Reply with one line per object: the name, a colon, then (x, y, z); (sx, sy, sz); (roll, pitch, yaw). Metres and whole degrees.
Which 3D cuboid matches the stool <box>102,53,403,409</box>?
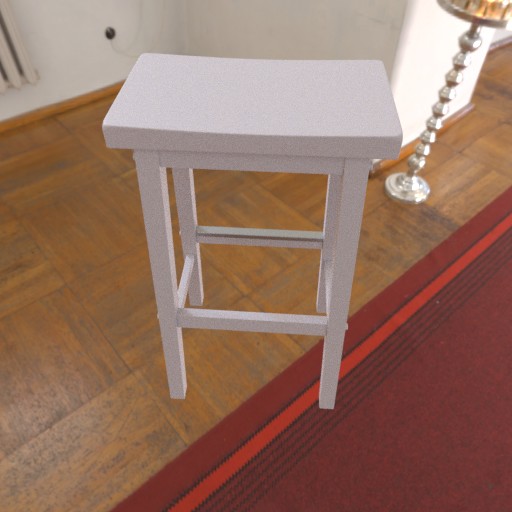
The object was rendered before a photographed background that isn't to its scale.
stool: (0.000, 0.000, 0.938); (0.406, 0.742, 0.322); (3, 48, 3)
